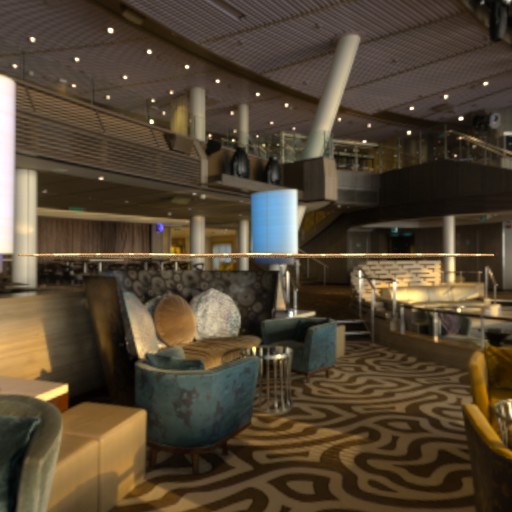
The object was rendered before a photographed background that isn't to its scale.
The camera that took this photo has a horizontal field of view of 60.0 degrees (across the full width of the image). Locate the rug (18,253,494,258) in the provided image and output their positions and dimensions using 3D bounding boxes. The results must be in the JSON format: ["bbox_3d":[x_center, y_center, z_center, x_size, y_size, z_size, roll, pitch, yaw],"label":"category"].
[{"bbox_3d":[0.000,0.000,2.194,1.761,0.013,1.152,0,-1,0],"label":"rug"}]
